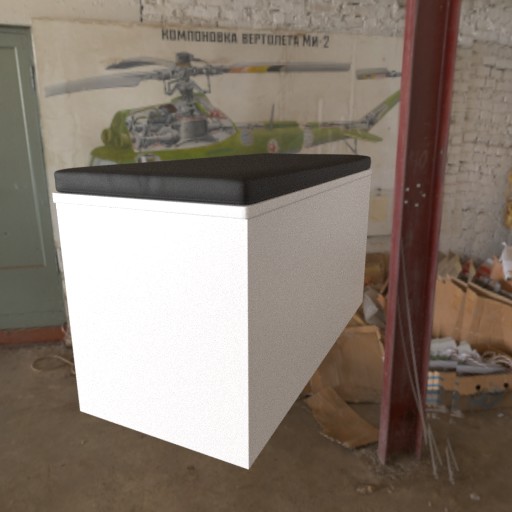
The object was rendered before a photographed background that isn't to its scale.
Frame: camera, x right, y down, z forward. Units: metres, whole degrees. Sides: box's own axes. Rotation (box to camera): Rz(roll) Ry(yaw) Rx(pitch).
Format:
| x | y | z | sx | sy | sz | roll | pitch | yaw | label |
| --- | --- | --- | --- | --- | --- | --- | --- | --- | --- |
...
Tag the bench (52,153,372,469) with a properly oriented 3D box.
| x | y | z | sx | sy | sz | roll | pitch | yaw | label |
| --- | --- | --- | --- | --- | --- | --- | --- | --- | --- |
| 0.000 | 0.000 | 1.169 | 0.401 | 0.500 | 0.899 | 7 | 17 | 25 | bench |
